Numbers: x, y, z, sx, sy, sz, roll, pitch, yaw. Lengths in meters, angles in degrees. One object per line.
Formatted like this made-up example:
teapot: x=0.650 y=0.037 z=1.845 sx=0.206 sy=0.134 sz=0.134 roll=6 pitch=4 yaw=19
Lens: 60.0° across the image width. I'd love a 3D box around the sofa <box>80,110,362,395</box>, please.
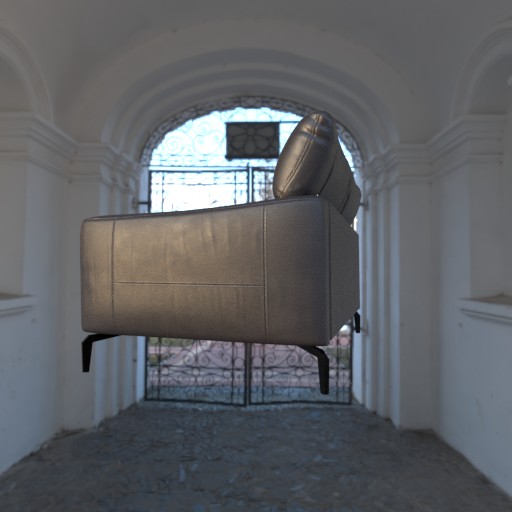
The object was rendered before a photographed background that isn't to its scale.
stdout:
sofa: x=0.000 y=0.000 z=2.217 sx=0.958 sy=0.920 sz=1.596 roll=-1 pitch=-2 yaw=17
